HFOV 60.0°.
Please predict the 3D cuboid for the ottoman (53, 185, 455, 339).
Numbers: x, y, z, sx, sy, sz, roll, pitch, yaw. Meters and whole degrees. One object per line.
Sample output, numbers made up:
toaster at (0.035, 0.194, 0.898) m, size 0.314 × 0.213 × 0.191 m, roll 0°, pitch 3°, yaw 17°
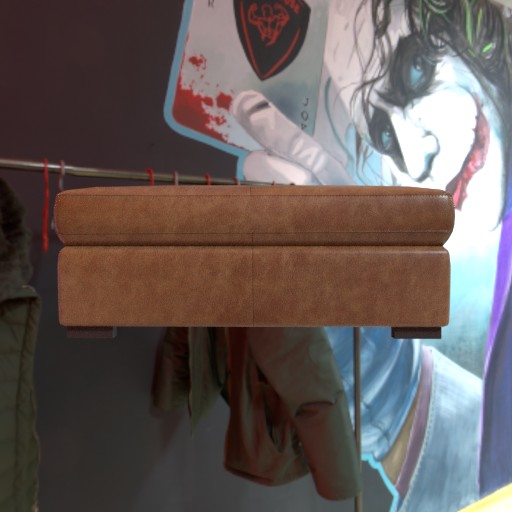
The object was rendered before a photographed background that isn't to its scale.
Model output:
ottoman at (0.000, 0.000, 1.850) m, size 1.169 × 0.483 × 1.168 m, roll 0°, pitch 0°, yaw 1°
